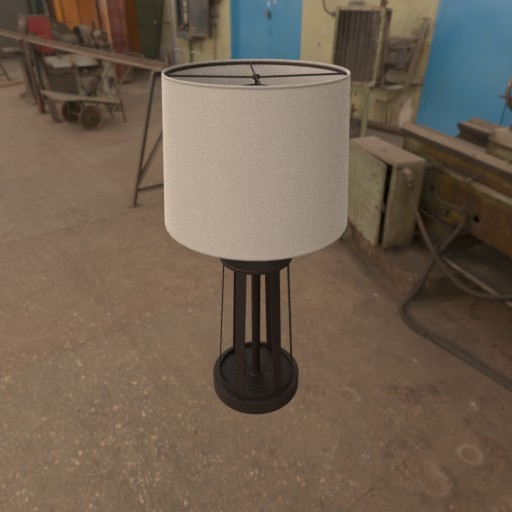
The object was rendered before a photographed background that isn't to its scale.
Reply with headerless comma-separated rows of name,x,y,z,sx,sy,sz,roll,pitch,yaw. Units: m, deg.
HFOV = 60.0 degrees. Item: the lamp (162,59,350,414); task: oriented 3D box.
lamp,0.000,0.000,0.653,0.251,0.509,0.251,0,30,0
